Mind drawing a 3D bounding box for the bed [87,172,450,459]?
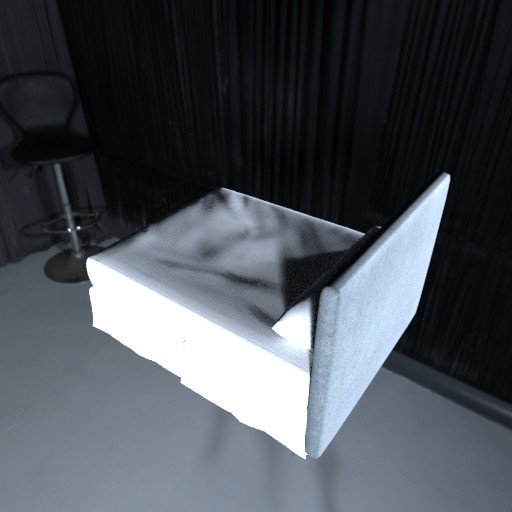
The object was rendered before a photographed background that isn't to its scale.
[{"bbox_3d":[0.000,0.000,3.342,2.142,1.330,1.713,22,39,30],"label":"bed"}]
